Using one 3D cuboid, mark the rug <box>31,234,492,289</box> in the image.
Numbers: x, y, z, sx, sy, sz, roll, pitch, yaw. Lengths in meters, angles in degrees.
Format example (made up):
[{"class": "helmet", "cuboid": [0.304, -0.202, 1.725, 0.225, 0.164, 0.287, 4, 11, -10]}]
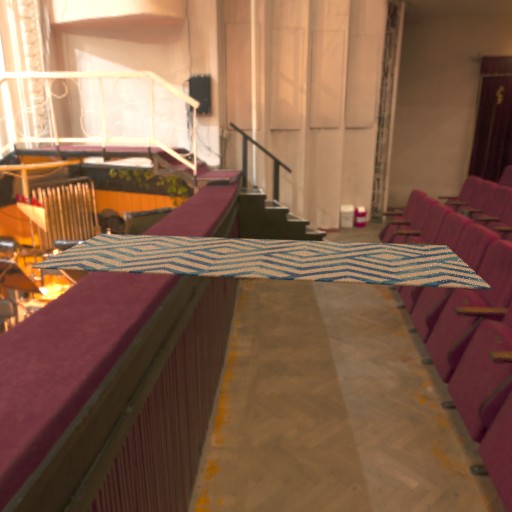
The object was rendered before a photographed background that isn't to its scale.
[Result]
[{"class": "rug", "cuboid": [0.000, 0.000, 1.659, 1.492, 0.007, 0.503, 2, 16, 8]}]
